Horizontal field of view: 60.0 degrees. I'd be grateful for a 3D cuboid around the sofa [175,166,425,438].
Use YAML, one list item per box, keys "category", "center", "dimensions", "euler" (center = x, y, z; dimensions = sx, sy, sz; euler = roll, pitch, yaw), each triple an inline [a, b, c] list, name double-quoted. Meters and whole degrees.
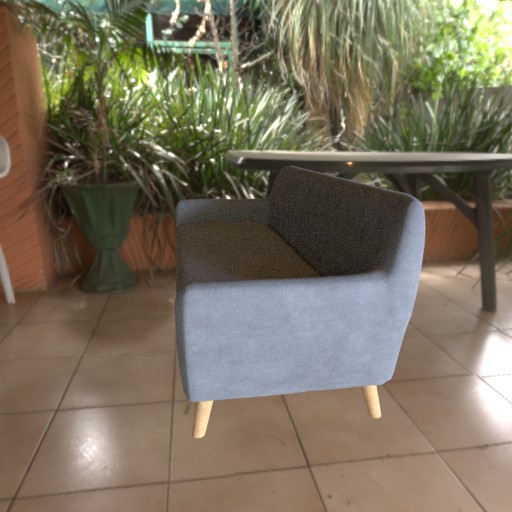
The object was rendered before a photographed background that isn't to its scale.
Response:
- category: "sofa"
  center: [0.000, 0.000, 2.334]
  dimensions: [0.830, 0.830, 1.970]
  euler: [-3, 15, -10]
